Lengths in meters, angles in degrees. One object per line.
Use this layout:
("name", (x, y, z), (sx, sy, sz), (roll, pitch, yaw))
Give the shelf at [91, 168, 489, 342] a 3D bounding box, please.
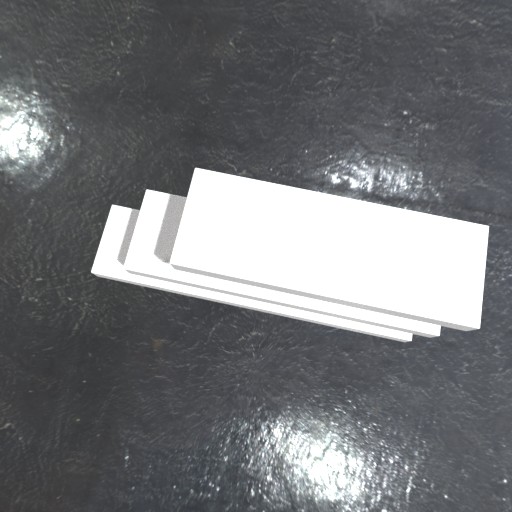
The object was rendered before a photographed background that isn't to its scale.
("shelf", (0.000, 0.000, 0.735), (0.610, 0.293, 0.140), (12, 76, 3))
